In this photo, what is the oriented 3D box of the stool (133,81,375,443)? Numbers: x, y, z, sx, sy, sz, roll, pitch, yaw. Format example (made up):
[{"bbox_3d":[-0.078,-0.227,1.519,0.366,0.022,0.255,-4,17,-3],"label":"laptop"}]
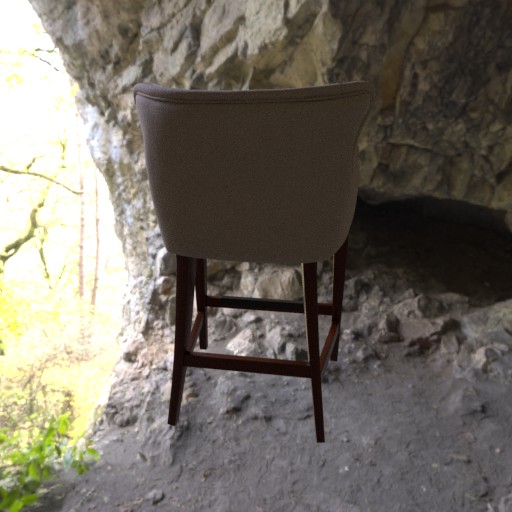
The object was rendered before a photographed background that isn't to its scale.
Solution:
[{"bbox_3d":[0.000,0.000,1.322,0.601,0.951,0.570,3,18,9],"label":"stool"}]
